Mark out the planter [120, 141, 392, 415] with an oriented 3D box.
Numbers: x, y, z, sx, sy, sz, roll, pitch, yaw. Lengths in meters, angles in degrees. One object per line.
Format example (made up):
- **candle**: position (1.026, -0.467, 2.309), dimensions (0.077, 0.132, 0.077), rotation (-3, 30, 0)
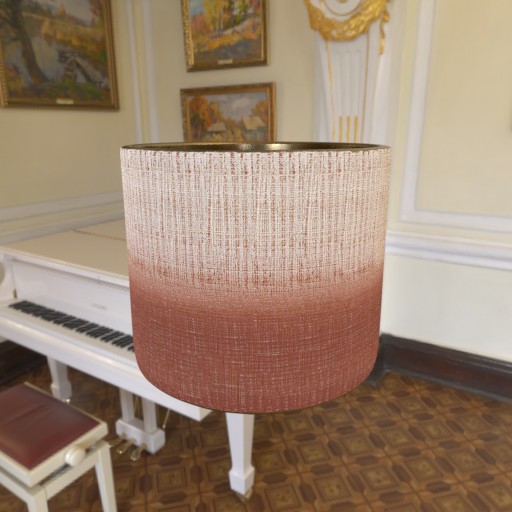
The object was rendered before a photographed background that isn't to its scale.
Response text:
- **planter**: position (0.000, 0.000, 0.453), dimensions (0.254, 0.221, 0.254), rotation (0, 16, 0)
